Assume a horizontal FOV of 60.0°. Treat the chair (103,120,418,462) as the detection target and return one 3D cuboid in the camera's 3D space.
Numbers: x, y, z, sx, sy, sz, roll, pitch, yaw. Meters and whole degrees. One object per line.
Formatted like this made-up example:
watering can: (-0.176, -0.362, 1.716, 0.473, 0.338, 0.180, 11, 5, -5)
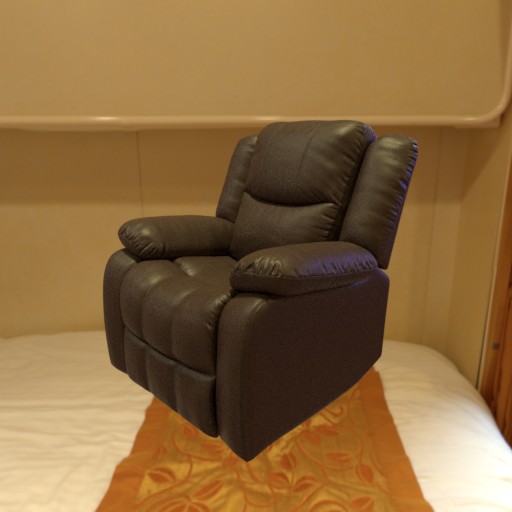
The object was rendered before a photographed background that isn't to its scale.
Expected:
chair: (0.000, 0.000, 1.699, 0.899, 1.009, 0.934, 15, 21, 43)
